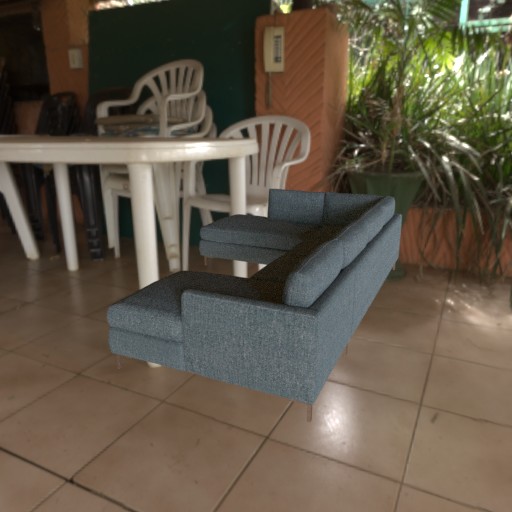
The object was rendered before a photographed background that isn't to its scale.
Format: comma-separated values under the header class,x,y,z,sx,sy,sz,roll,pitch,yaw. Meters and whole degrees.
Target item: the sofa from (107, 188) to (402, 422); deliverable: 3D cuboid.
class,x,y,z,sx,sy,sz,roll,pitch,yaw
sofa,0.000,0.000,3.560,1.879,0.753,2.737,8,18,24
